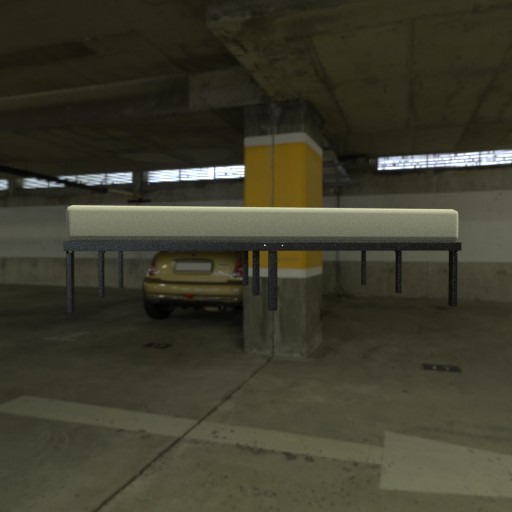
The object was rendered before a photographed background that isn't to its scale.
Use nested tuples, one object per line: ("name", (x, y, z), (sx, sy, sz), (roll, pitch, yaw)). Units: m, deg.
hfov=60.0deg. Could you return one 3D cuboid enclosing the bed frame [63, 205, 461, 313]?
("bed frame", (0.000, 0.000, 3.838), (2.842, 0.680, 2.205), (0, 1, 0))
